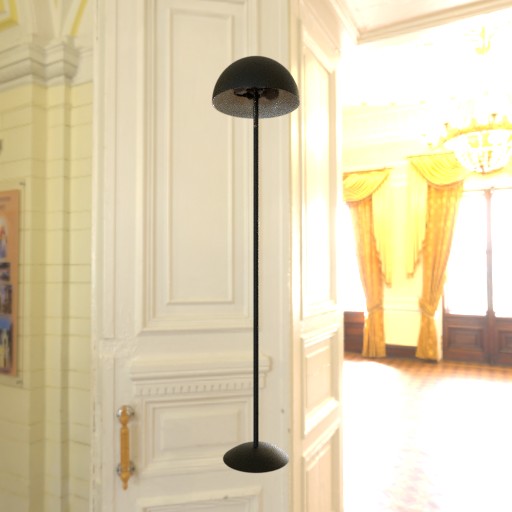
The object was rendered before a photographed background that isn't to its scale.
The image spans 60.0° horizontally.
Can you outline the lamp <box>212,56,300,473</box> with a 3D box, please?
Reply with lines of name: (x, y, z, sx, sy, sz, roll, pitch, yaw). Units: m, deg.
lamp: (0.000, 0.000, 1.641, 0.328, 1.480, 0.328, 0, -1, -17)
